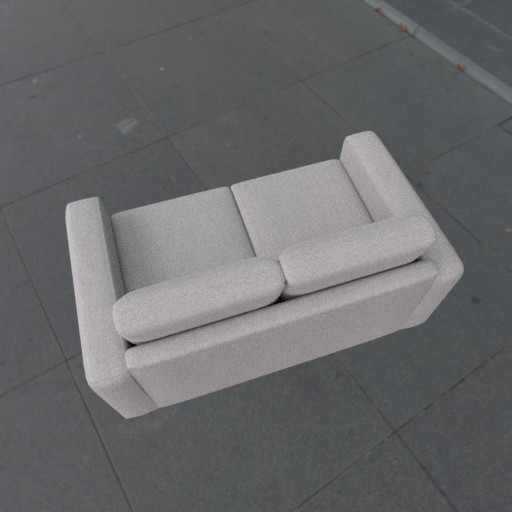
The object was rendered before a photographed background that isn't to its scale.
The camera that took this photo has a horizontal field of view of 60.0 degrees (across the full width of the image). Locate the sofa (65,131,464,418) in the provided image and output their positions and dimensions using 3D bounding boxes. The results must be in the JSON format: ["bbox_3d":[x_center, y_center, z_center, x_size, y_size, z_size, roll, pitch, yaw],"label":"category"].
[{"bbox_3d":[0.000,0.000,2.037,1.540,0.800,0.900,-16,60,-9],"label":"sofa"}]
